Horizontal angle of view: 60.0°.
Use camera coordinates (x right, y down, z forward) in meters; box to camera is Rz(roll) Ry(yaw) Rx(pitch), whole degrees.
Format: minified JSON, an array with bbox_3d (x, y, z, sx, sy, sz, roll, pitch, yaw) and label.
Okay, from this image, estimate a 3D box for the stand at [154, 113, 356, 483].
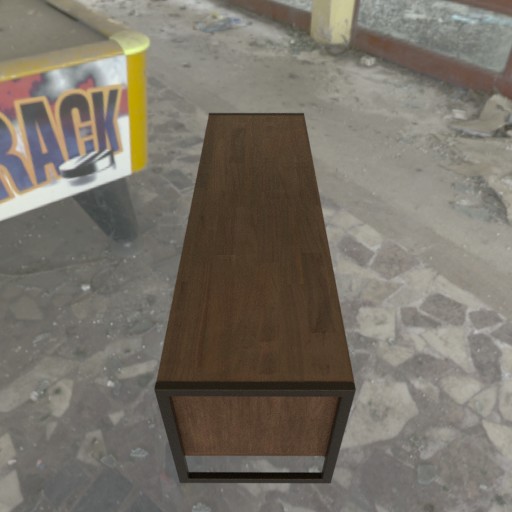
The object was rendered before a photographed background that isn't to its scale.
[{"bbox_3d":[0.000,0.000,1.711,0.454,0.506,1.480,0,41,0],"label":"stand"}]
